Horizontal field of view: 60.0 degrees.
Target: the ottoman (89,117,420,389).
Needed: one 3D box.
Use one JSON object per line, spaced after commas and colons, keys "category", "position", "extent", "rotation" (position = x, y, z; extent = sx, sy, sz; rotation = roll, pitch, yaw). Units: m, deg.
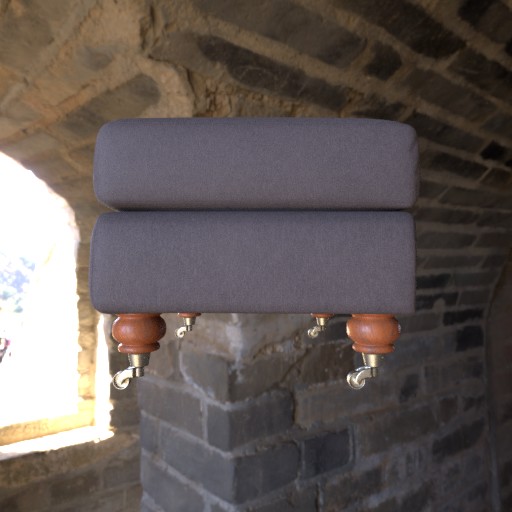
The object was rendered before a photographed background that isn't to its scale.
{"category": "ottoman", "position": [0.000, 0.000, 1.103], "extent": [0.574, 0.497, 0.773], "rotation": [0, -2, 0]}
